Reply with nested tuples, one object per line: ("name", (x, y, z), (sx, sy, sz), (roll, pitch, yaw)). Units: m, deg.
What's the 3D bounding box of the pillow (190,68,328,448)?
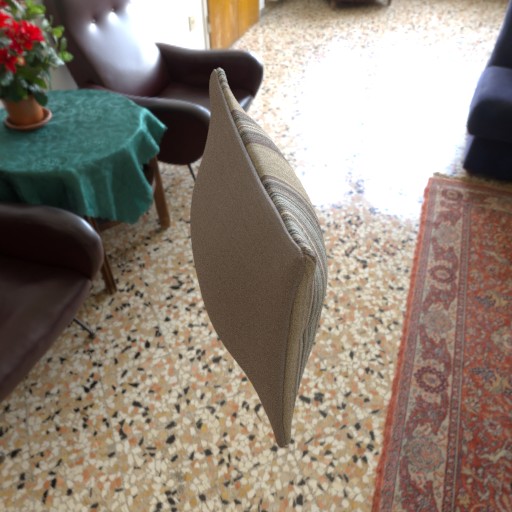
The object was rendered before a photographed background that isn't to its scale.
("pillow", (0.000, 0.000, 0.686), (0.189, 0.416, 0.435), (-10, 46, -10))
